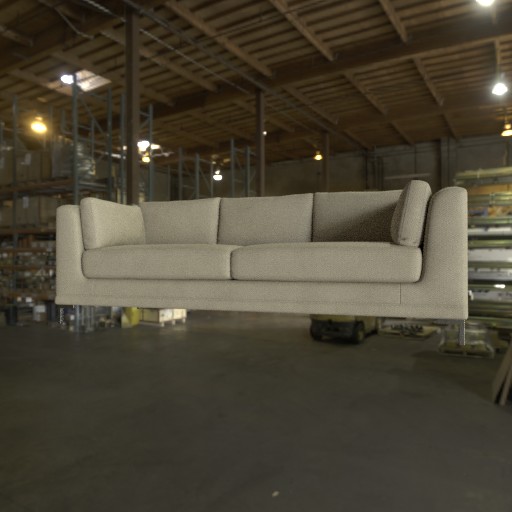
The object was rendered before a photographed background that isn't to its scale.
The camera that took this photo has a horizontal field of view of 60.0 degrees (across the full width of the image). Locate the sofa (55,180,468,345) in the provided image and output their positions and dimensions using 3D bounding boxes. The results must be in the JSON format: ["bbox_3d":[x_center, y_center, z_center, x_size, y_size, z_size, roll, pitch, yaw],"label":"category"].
[{"bbox_3d":[0.000,0.000,2.913,2.415,0.867,0.969,0,-1,18],"label":"sofa"}]
